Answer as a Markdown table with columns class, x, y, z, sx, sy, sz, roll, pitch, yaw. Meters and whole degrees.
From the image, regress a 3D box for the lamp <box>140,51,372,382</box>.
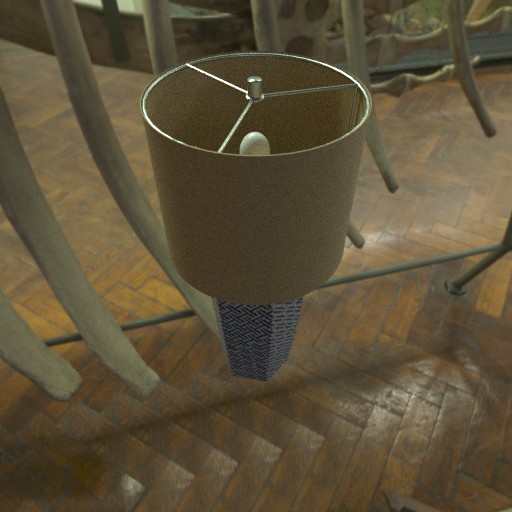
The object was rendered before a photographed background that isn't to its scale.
| class | x | y | z | sx | sy | sz | roll | pitch | yaw |
| --- | --- | --- | --- | --- | --- | --- | --- | --- | --- |
| lamp | 0.000 | 0.000 | 0.847 | 0.320 | 0.682 | 0.320 | -10 | 46 | -10 |
